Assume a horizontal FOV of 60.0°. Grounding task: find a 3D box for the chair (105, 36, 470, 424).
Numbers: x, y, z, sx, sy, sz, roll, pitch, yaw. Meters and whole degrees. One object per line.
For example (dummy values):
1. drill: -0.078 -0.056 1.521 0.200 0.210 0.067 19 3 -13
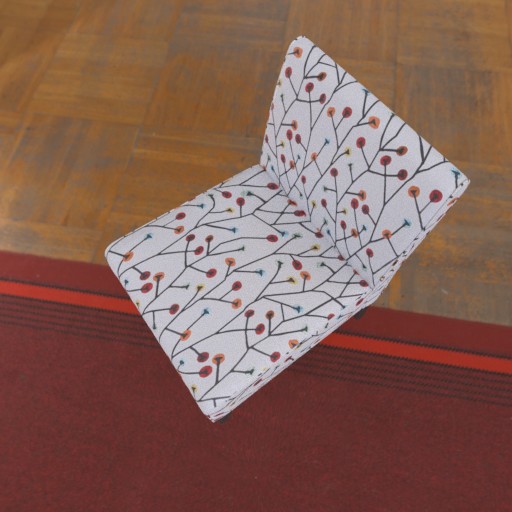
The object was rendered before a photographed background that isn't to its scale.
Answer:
1. chair: 0.000 0.000 1.304 0.732 0.813 0.597 -33 68 -15
